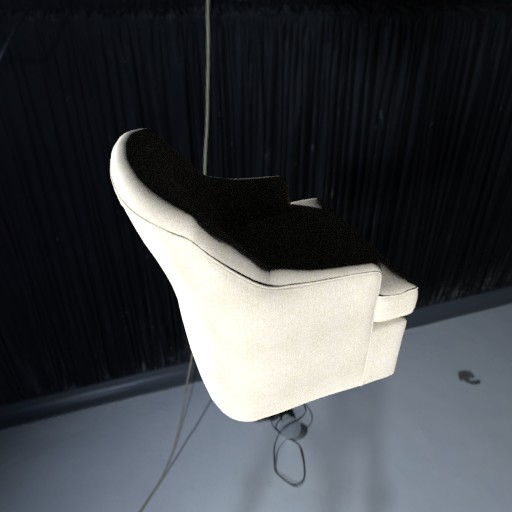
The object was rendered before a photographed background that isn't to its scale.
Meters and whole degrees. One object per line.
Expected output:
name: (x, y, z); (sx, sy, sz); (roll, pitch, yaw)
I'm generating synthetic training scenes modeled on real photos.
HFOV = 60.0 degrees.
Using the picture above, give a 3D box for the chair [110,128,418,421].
chair: (0.000, 0.000, 1.658); (0.923, 0.856, 0.864); (-11, 34, -16)
